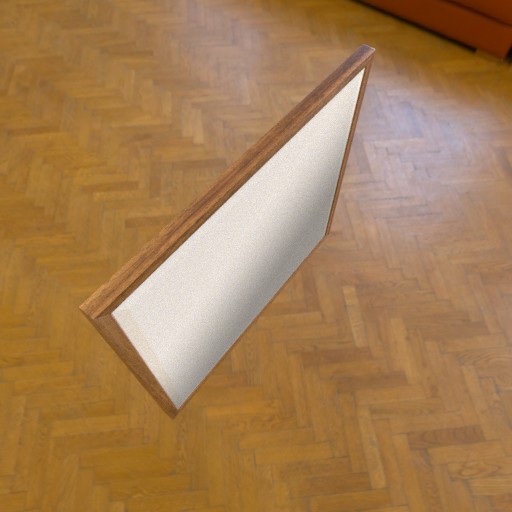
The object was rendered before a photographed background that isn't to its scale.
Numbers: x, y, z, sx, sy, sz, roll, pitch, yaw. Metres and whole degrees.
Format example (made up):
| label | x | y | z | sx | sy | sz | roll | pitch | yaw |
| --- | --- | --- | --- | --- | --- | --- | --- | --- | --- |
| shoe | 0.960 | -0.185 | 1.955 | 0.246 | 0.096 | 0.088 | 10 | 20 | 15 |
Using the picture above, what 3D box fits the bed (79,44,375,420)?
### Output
| label | x | y | z | sx | sy | sz | roll | pitch | yaw |
| --- | --- | --- | --- | --- | --- | --- | --- | --- | --- |
| bed | 0.000 | 0.000 | 1.446 | 0.043 | 0.940 | 1.041 | 34 | 65 | 19 |
